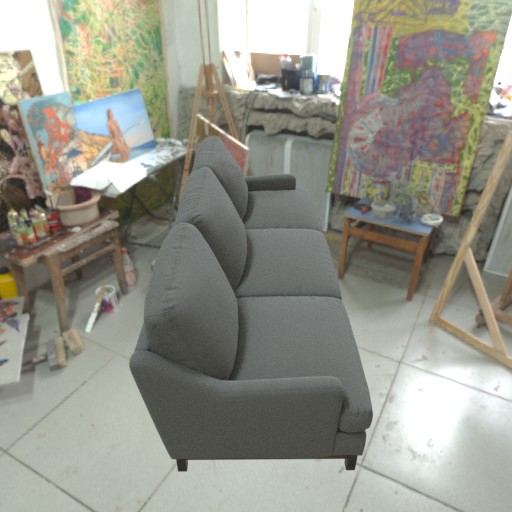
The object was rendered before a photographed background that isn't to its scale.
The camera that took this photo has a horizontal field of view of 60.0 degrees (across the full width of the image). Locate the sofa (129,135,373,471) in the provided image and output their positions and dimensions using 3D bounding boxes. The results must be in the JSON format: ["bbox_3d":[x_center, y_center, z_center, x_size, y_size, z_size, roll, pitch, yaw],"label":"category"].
[{"bbox_3d":[0.000,0.000,2.772,0.987,0.926,2.344,0,32,0],"label":"sofa"}]
